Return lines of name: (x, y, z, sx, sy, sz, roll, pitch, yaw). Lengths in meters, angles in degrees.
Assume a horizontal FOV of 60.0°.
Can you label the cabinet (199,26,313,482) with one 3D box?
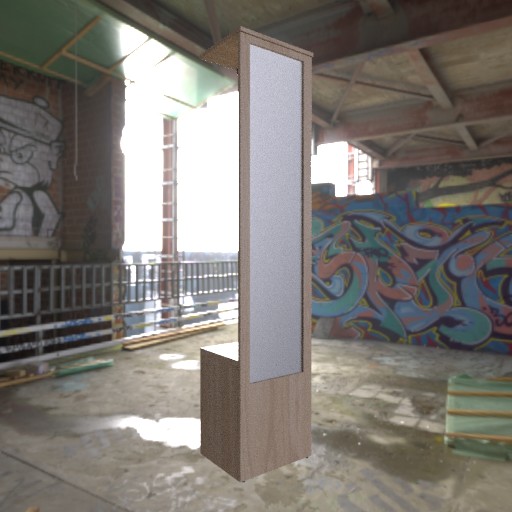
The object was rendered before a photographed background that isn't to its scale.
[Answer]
cabinet: (0.000, 0.000, 2.072, 0.411, 1.879, 0.338, 0, 1, -37)
